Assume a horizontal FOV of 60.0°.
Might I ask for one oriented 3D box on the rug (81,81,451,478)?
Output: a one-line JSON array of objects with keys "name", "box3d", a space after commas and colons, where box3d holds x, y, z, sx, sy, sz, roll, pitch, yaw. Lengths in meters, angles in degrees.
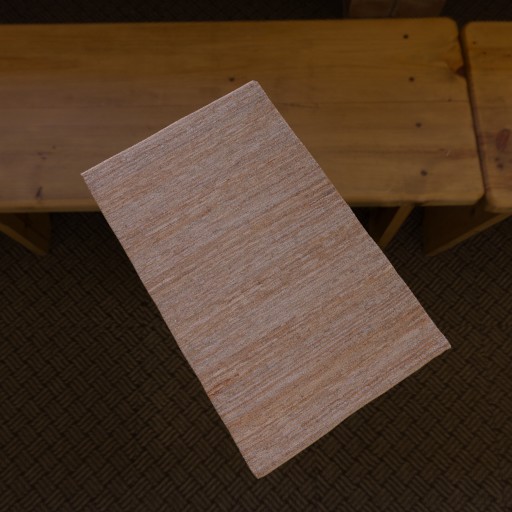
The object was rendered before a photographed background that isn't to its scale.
[{"name": "rug", "box3d": [0.000, 0.000, 3.103, 1.529, 0.009, 2.446, -31, 77, -8]}]
